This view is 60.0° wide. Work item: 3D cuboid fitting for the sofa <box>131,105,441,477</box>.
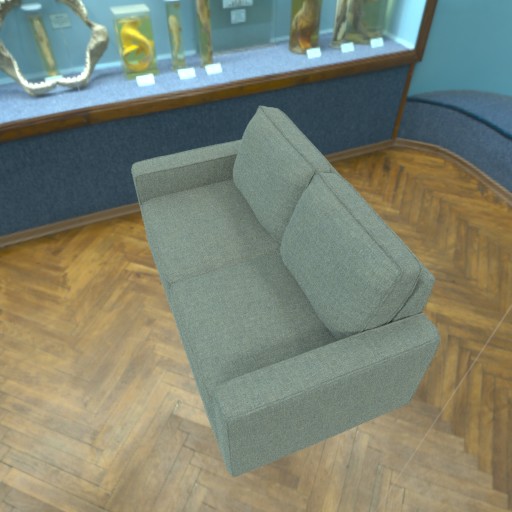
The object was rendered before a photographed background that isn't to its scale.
[{"bbox_3d":[0.000,0.000,2.274,0.945,0.915,1.706,-16,48,-15],"label":"sofa"}]
